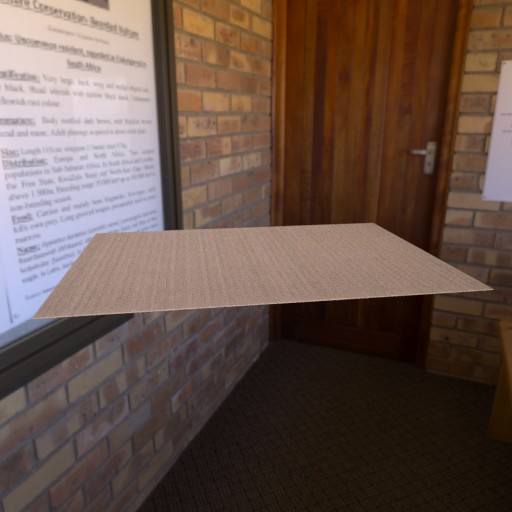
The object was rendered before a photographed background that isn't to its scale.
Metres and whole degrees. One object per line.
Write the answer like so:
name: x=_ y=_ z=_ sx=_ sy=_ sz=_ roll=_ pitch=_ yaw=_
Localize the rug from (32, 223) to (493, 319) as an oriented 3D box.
rug: x=0.000 y=0.000 z=3.675 sx=2.895 sy=0.006 sz=1.981 roll=-3 pitch=17 yaw=-9
